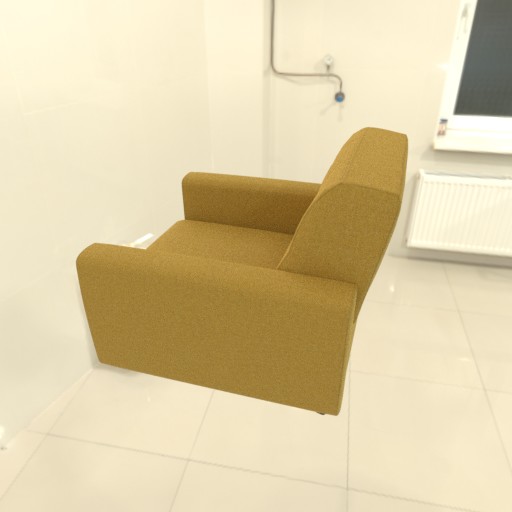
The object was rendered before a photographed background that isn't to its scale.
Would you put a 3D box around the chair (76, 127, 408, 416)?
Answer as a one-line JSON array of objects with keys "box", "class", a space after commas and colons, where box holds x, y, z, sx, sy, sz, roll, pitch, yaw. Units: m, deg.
[{"box": [0.000, 0.000, 1.579, 0.909, 0.841, 0.831, 9, 31, 16], "class": "chair"}]
